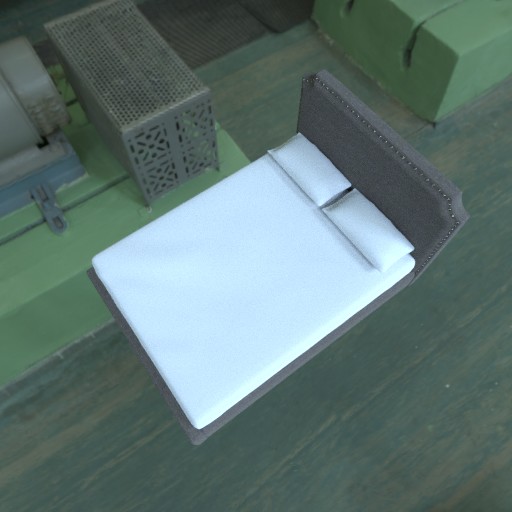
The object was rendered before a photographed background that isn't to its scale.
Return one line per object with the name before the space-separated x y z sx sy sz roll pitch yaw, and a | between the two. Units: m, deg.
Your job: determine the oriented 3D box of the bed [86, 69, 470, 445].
bed | 0.000 0.000 3.552 2.381 1.457 1.713 -33 69 -15
